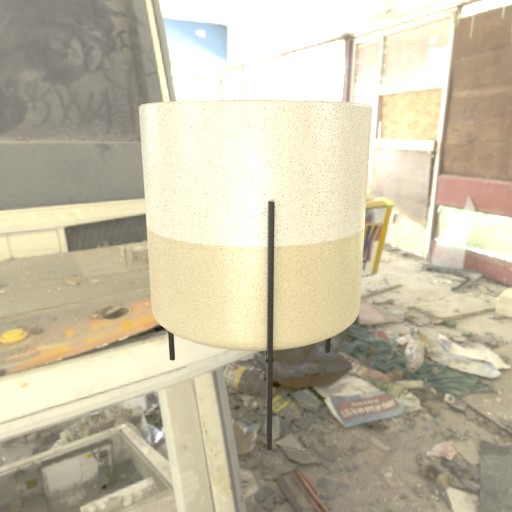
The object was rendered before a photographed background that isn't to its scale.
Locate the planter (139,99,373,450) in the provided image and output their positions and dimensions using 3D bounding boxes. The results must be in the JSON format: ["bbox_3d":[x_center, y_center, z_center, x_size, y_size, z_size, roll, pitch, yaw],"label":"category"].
[{"bbox_3d":[0.000,0.000,0.756,0.359,0.484,0.368,-2,16,-6],"label":"planter"}]
